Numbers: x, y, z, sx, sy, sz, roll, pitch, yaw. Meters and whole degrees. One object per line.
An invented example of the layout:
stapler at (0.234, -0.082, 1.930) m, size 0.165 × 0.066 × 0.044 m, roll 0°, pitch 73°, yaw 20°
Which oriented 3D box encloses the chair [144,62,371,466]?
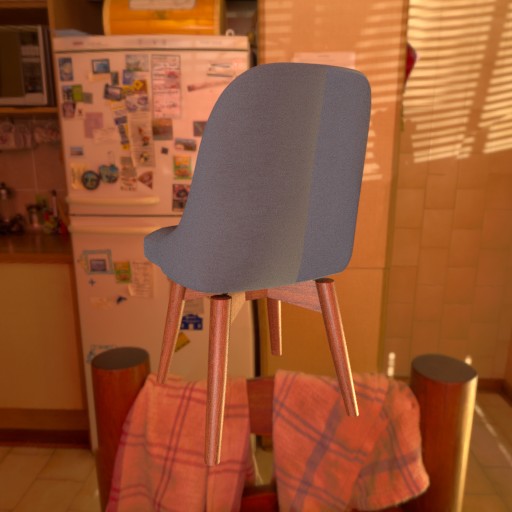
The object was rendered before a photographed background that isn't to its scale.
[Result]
chair at (0.000, 0.000, 1.208) m, size 0.503 × 0.882 × 0.589 m, roll -7°, pitch 15°, yaw -27°
